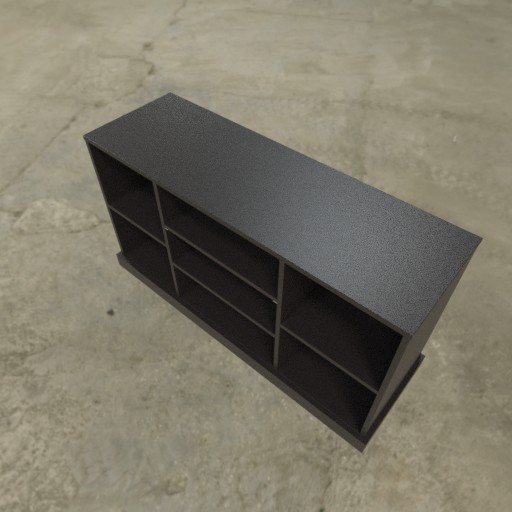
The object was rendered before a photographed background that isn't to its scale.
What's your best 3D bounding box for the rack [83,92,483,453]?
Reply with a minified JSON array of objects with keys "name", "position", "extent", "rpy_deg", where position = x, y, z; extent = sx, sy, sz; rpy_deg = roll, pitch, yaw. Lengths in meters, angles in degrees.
[{"name":"rack","position":[0.000,0.000,1.515],"extent":[1.206,0.635,0.399],"rpy_deg":[32,55,26]}]
